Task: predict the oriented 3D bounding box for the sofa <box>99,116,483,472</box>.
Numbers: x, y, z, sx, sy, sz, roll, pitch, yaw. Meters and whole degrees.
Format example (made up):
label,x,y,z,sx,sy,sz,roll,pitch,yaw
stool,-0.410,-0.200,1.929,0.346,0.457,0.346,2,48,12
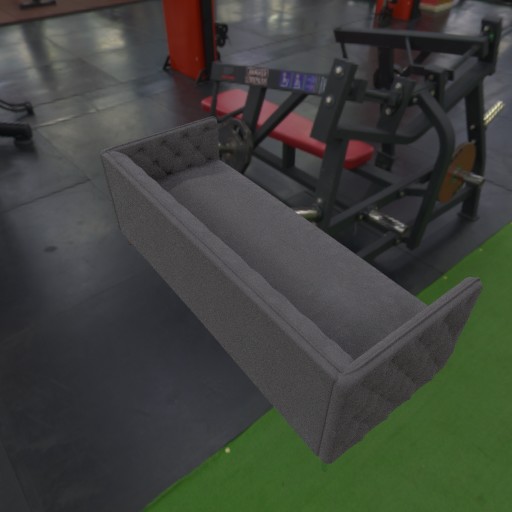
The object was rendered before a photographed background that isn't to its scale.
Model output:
label,x,y,z,sx,sy,sz,roll,pitch,yaw
sofa,0.000,0.000,2.616,0.895,0.771,2.209,-27,48,-27
